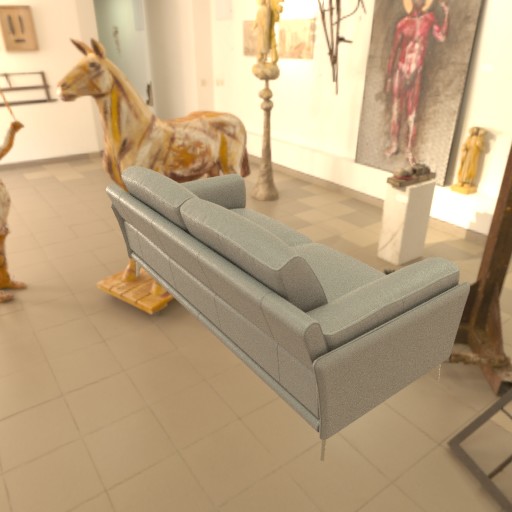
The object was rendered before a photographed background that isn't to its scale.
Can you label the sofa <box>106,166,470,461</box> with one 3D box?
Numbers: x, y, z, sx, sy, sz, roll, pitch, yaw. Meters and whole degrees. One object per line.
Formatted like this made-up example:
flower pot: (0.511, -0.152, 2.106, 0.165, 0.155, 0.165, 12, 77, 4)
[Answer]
sofa: (0.000, 0.000, 2.643, 1.049, 0.930, 2.101, -18, 32, -32)
